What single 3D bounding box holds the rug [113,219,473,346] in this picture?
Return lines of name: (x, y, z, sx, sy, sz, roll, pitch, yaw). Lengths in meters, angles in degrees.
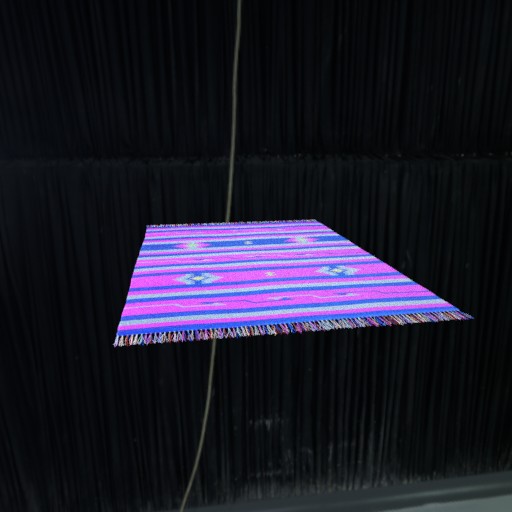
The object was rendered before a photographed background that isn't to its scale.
rug: (0.000, 0.000, 2.925, 1.539, 0.013, 2.350, -3, 16, -10)
